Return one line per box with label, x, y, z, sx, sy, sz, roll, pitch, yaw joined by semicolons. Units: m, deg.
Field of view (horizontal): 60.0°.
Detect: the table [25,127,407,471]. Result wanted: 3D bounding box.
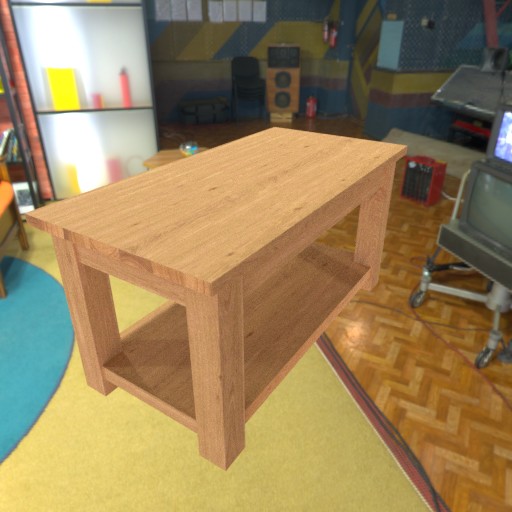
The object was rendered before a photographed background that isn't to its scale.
table;0.000;0.000;1.162;0.450;0.452;0.899;17;33;29
